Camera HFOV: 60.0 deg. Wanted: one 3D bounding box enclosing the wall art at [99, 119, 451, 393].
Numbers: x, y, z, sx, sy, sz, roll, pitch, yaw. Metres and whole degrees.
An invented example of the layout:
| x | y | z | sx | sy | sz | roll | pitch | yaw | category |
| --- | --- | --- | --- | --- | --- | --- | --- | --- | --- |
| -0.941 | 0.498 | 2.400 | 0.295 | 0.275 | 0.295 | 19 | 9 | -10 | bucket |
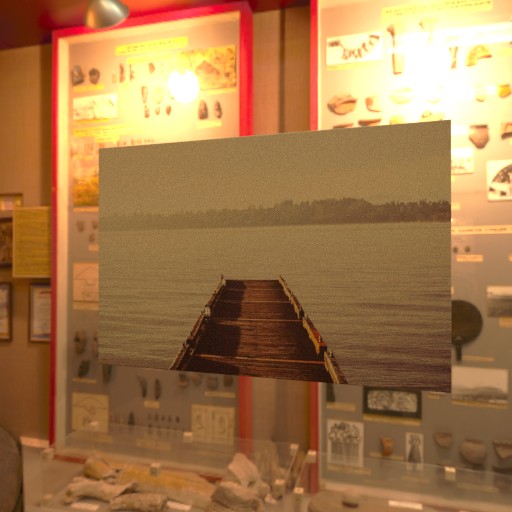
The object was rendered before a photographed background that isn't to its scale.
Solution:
| x | y | z | sx | sy | sz | roll | pitch | yaw | category |
| --- | --- | --- | --- | --- | --- | --- | --- | --- | --- |
| 0.000 | 0.000 | 1.132 | 0.916 | 0.609 | 0.037 | 0 | 0 | 17 | wall art |
